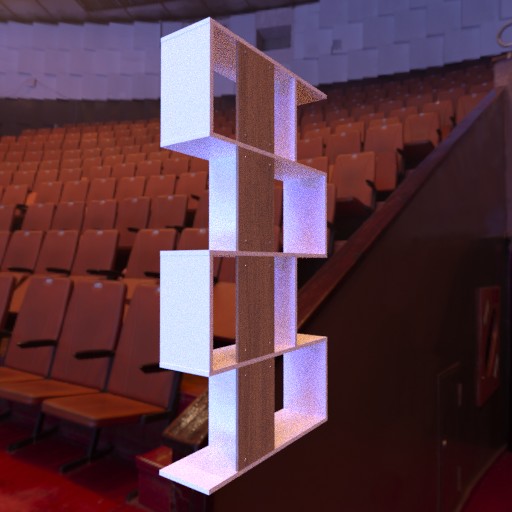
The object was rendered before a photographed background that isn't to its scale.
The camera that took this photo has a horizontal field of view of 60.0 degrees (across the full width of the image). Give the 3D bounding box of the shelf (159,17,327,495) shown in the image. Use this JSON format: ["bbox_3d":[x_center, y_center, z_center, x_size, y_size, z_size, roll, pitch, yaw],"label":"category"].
[{"bbox_3d":[0.000,0.000,1.962,0.250,1.650,0.890,-1,-1,36],"label":"shelf"}]
